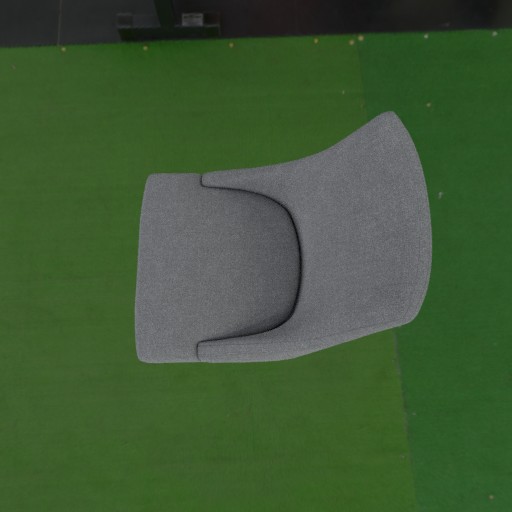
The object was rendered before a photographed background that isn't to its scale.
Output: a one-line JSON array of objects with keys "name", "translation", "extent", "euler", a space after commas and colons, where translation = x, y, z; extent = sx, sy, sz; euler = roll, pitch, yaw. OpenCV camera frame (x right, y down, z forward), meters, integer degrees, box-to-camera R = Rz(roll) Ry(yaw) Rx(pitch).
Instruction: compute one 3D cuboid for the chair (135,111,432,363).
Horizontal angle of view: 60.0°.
[{"name": "chair", "translation": [0.000, 0.000, 1.510], "extent": [0.861, 0.909, 0.701], "euler": [0, 75, 0]}]
